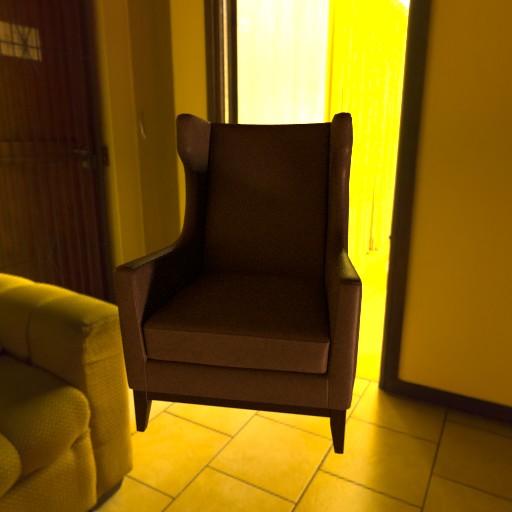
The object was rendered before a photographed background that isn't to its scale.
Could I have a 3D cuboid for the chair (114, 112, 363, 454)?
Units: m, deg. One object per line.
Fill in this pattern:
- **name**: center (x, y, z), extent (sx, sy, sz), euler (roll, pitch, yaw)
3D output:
- **chair**: center (0.000, 0.000, 1.728), extent (0.769, 1.079, 0.899), euler (2, 15, 9)
